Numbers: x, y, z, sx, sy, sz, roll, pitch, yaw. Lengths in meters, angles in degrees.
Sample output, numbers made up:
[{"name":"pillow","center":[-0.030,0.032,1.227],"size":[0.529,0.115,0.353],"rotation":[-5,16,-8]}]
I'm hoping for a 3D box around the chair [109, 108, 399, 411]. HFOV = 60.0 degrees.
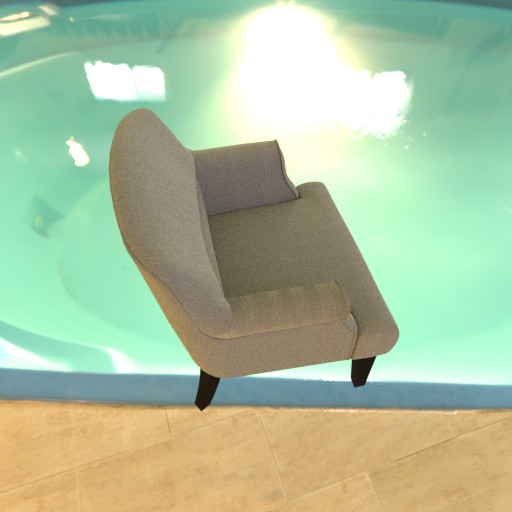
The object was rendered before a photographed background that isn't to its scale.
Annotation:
[{"name":"chair","center":[0.000,0.000,1.476],"size":[0.755,0.880,0.772],"rotation":[-10,49,-8]}]
